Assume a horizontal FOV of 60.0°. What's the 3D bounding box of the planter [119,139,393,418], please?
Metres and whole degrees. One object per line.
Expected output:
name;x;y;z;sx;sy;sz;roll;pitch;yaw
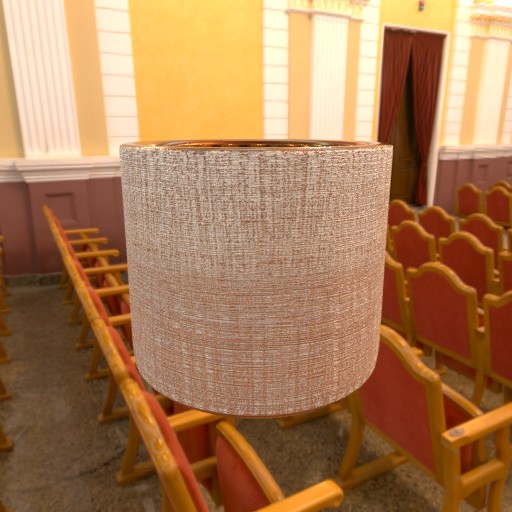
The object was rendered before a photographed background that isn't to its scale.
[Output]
planter;0.000;0.000;0.315;0.177;0.157;0.177;0;16;0
